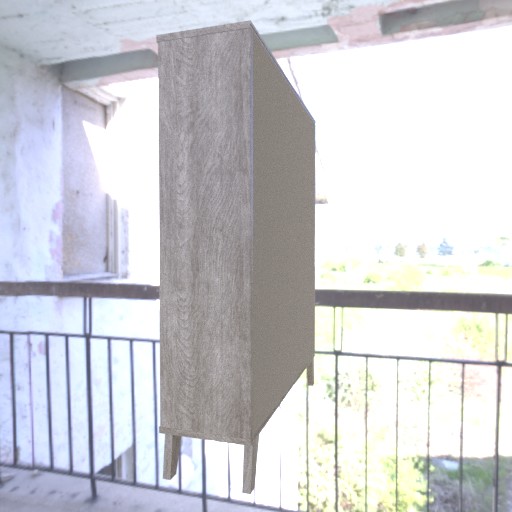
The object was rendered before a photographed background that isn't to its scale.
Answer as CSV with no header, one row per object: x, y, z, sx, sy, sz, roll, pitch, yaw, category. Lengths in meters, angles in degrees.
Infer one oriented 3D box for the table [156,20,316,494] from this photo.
0.000,0.000,1.527,0.256,1.135,0.902,1,2,17,table
